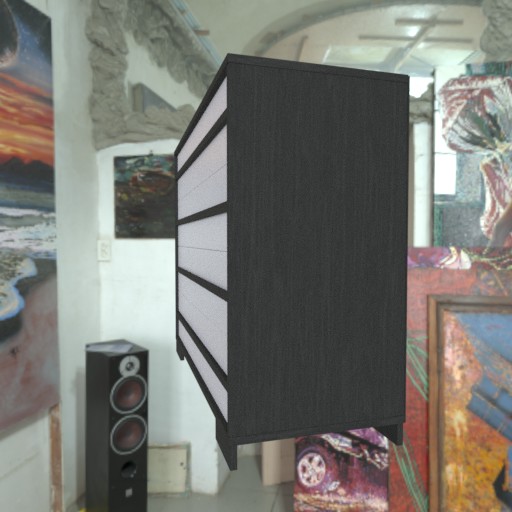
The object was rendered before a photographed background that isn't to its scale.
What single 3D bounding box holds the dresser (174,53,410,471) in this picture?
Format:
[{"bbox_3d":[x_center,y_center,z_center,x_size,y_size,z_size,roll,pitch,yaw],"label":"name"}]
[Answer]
[{"bbox_3d":[0.000,0.000,1.394,0.404,0.816,0.994,-1,2,-16],"label":"dresser"}]
